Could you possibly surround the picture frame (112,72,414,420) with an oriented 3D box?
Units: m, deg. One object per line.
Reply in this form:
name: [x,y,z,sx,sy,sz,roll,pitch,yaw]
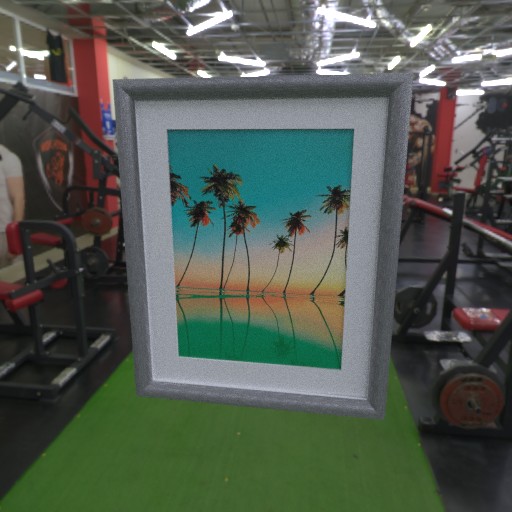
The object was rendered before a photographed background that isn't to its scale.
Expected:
picture frame: [0.000,0.000,0.740,0.454,0.559,0.029,2,15,9]
